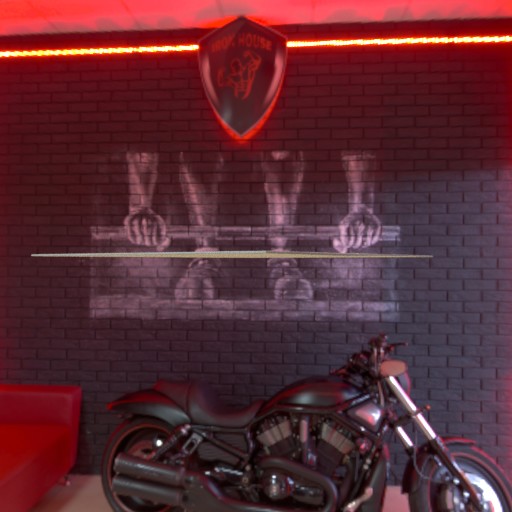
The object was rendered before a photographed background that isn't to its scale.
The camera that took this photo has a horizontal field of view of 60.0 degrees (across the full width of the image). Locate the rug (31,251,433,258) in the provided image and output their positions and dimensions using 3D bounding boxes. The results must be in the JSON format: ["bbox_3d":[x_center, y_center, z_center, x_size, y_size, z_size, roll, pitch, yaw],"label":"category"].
[{"bbox_3d":[0.000,0.000,3.983,2.288,0.018,2.895,0,-1,37],"label":"rug"}]
